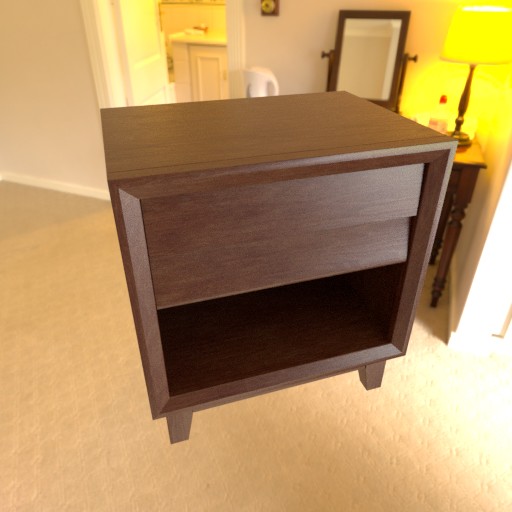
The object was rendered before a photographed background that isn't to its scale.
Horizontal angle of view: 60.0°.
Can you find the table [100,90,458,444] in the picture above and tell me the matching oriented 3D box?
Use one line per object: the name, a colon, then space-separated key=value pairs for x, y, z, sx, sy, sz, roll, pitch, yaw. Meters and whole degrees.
table: x=0.000 y=0.000 z=1.000 sx=0.557 sy=0.609 sz=0.449 roll=-10 pitch=33 yaw=-15
